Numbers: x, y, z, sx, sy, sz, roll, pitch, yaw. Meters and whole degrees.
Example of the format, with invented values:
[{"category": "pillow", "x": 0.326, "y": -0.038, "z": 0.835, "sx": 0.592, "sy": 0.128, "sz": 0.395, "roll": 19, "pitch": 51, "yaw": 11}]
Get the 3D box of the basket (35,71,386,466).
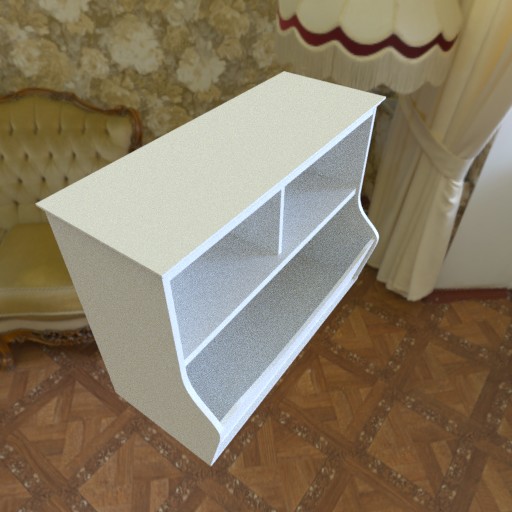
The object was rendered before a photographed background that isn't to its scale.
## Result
[{"category": "basket", "x": 0.000, "y": 0.000, "z": 1.138, "sx": 0.376, "sy": 0.625, "sz": 0.792, "roll": 26, "pitch": 48, "yaw": 26}]
